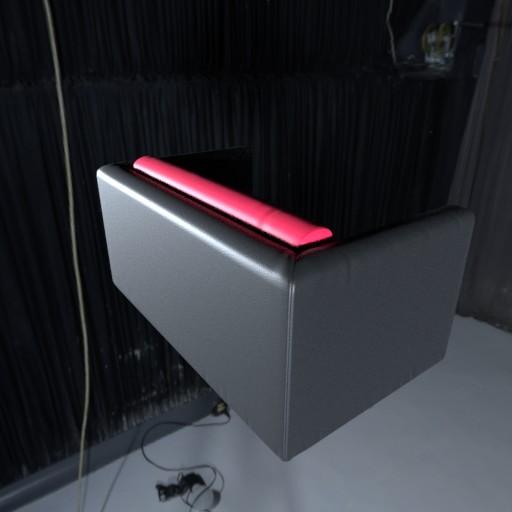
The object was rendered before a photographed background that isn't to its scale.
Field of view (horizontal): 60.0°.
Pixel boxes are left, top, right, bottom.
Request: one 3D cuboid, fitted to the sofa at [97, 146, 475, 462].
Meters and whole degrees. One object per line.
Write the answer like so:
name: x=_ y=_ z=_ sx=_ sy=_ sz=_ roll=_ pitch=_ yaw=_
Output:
sofa: x=0.000 y=0.000 z=1.921 sx=0.845 sy=0.735 sz=1.410 roll=-18 pitch=30 yaw=-33
